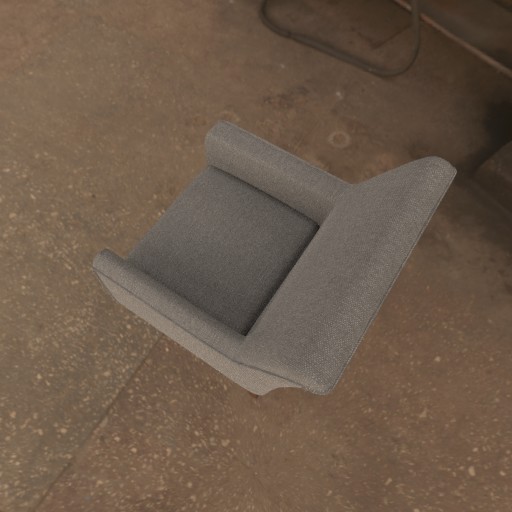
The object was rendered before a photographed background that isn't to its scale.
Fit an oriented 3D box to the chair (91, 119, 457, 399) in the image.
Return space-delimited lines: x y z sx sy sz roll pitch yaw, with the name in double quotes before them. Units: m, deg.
"chair" 0.000 0.000 1.629 0.899 0.919 0.780 31 68 14
